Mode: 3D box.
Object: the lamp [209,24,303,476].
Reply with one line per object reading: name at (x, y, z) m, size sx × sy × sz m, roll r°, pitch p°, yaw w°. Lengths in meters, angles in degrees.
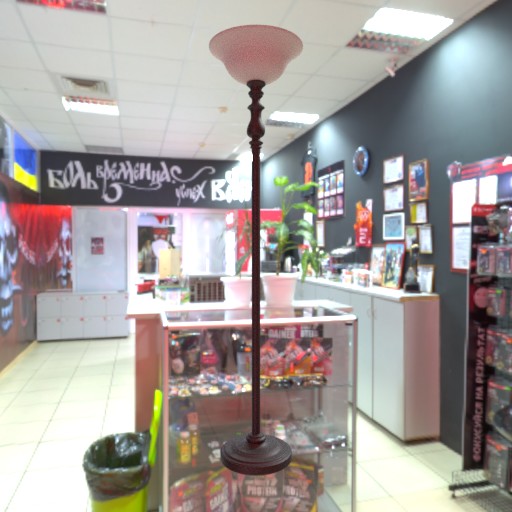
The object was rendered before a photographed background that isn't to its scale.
lamp at (0.000, 0.000, 1.933) m, size 0.405 × 1.797 × 0.405 m, roll 0°, pitch 1°, yaw 18°
